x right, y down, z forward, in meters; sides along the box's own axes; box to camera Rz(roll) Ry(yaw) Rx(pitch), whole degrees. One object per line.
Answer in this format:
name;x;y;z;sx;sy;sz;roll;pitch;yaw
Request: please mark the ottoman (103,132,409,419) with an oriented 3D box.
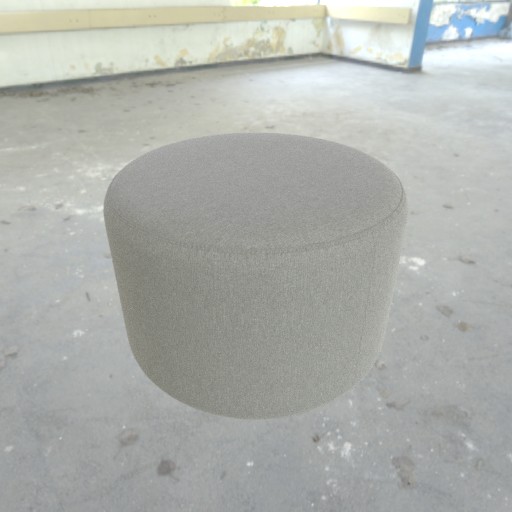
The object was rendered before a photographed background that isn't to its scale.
ottoman;0.000;0.000;0.997;0.608;0.433;0.608;0;32;0
